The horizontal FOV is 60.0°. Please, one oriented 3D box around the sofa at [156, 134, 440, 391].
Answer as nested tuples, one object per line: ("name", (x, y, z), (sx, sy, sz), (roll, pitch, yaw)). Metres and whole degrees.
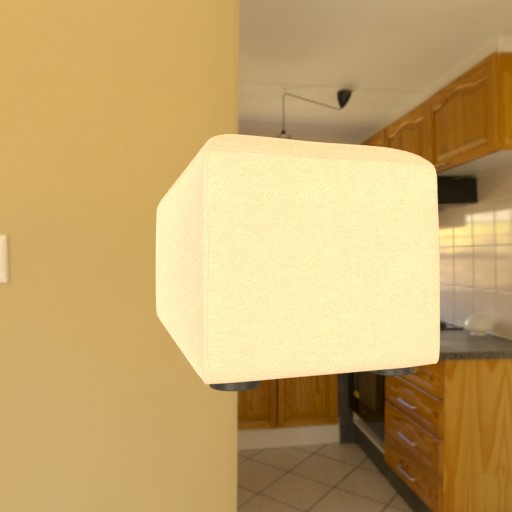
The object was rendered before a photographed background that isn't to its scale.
("sofa", (0.000, 0.000, 1.227), (0.480, 0.470, 0.930), (0, 0, -18))
